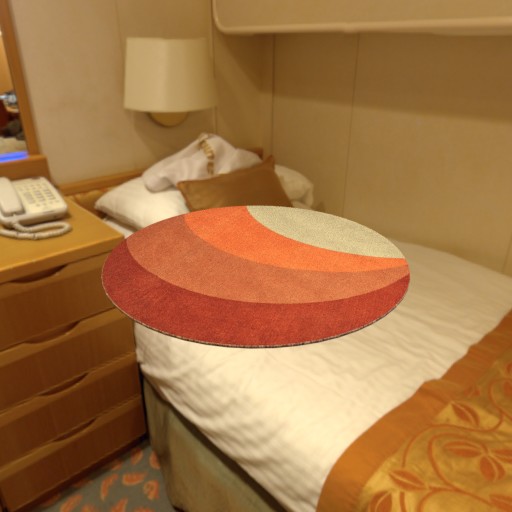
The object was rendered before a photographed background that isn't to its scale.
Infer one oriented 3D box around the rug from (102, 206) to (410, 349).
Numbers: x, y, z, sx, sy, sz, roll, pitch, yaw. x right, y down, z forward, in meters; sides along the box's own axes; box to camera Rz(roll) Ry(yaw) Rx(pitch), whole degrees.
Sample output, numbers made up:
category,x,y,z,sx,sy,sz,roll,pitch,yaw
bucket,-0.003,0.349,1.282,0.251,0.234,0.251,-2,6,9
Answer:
category,x,y,z,sx,sy,sz,roll,pitch,yaw
rug,0.000,0.000,2.277,1.514,0.015,1.514,0,26,0
